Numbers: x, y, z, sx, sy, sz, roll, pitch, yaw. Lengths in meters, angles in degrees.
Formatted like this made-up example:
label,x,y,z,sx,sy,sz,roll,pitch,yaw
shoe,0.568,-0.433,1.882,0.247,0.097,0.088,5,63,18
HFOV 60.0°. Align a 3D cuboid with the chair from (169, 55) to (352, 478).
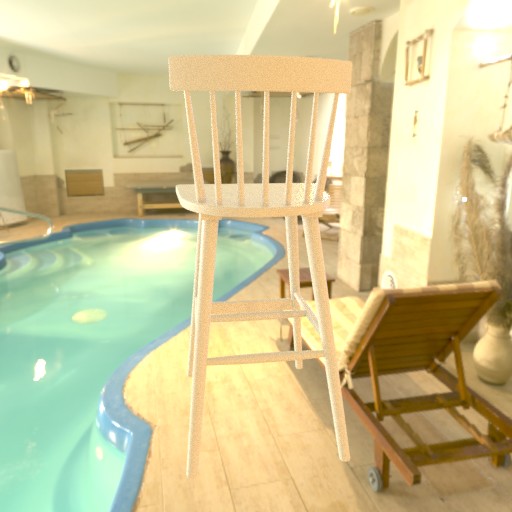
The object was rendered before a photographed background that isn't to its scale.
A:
label,x,y,z,sx,sy,sz,roll,pitch,yaw
chair,0.000,0.000,1.374,0.483,1.092,0.572,-2,14,-8
